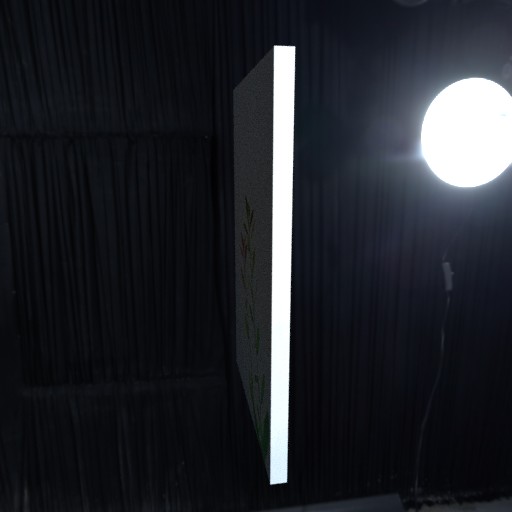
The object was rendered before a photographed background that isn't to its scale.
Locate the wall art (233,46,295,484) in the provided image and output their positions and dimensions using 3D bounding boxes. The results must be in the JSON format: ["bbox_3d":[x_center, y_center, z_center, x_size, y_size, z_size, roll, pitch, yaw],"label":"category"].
[{"bbox_3d":[0.000,0.000,1.190,0.039,0.915,0.612,-2,14,-9],"label":"wall art"}]
